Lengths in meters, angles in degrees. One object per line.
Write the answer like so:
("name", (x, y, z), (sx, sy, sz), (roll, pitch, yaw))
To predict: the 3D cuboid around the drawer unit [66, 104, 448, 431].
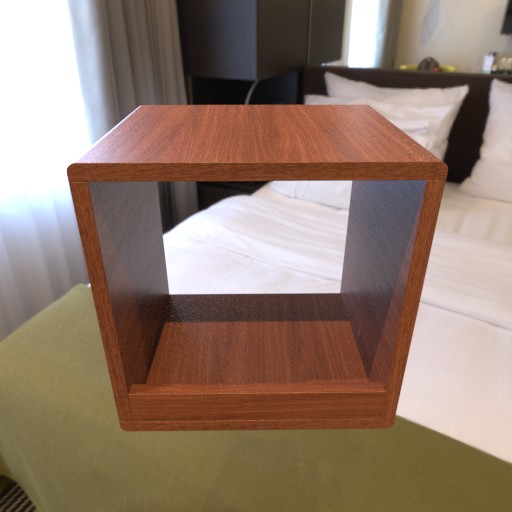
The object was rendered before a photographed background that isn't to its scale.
("drawer unit", (0.000, 0.000, 0.612), (0.349, 0.351, 0.290), (0, 29, -1))
